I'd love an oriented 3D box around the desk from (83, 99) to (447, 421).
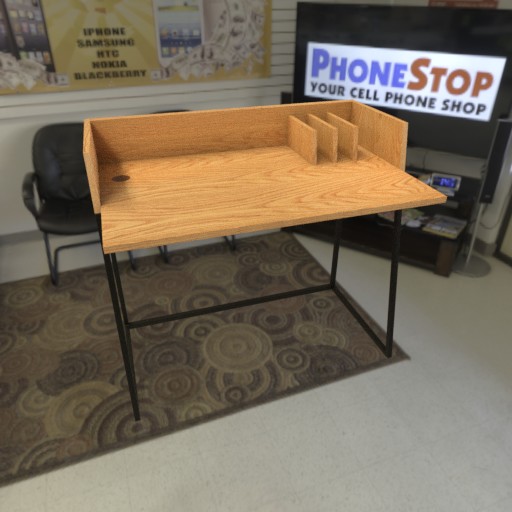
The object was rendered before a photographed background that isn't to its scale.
[{"bbox_3d":[0.000,0.000,1.885,1.191,1.061,0.769,-9,32,-15],"label":"desk"}]
